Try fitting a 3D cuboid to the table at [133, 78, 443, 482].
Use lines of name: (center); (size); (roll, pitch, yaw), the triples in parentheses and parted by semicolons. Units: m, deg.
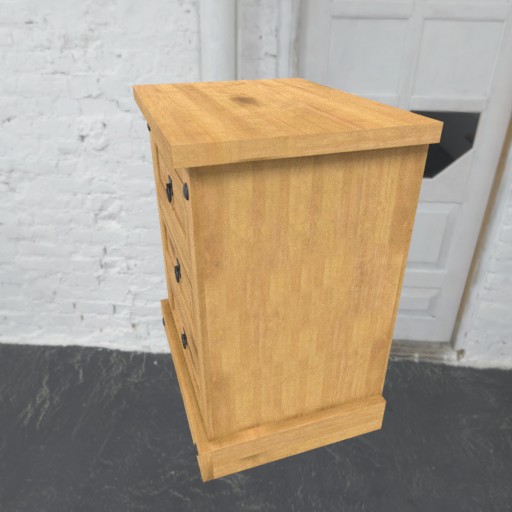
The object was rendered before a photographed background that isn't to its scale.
table: (0.000, 0.000, 1.208); (0.500, 0.813, 0.660); (-9, 30, -16)
